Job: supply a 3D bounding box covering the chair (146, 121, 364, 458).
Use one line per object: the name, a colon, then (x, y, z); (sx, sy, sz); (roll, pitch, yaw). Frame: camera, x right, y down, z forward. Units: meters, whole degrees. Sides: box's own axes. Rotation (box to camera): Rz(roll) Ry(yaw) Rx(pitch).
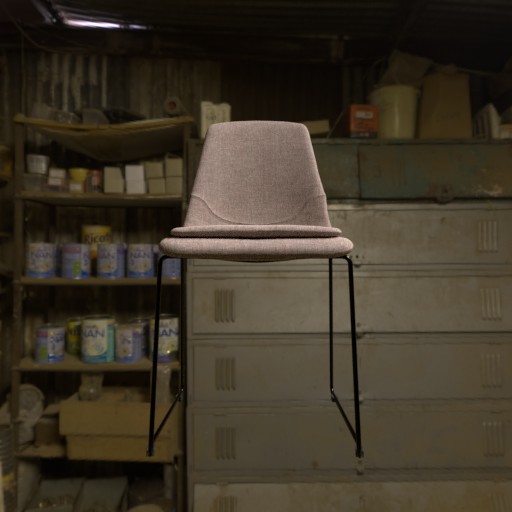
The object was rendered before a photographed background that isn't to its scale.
chair: (0.000, 0.000, 1.169); (0.479, 0.858, 0.518); (0, 0, 1)
